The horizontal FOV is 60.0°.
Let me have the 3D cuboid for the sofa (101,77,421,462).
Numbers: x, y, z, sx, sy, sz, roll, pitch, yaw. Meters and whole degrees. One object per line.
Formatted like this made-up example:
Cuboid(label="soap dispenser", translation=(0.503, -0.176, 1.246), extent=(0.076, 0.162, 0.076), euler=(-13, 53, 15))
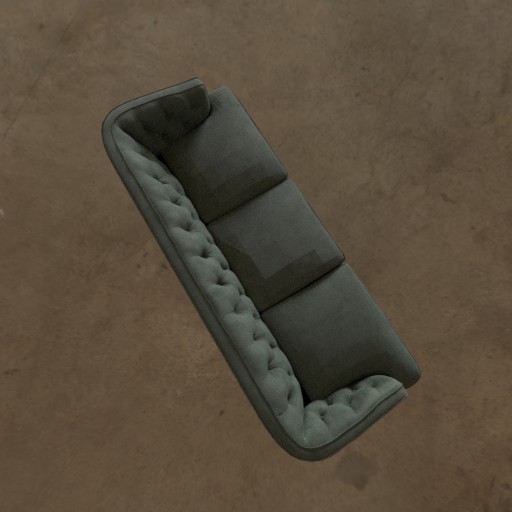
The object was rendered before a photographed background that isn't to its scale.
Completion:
Cuboid(label="sofa", translation=(0.000, 0.000, 2.775), extent=(0.941, 0.855, 2.278), euler=(-31, 78, -7))
